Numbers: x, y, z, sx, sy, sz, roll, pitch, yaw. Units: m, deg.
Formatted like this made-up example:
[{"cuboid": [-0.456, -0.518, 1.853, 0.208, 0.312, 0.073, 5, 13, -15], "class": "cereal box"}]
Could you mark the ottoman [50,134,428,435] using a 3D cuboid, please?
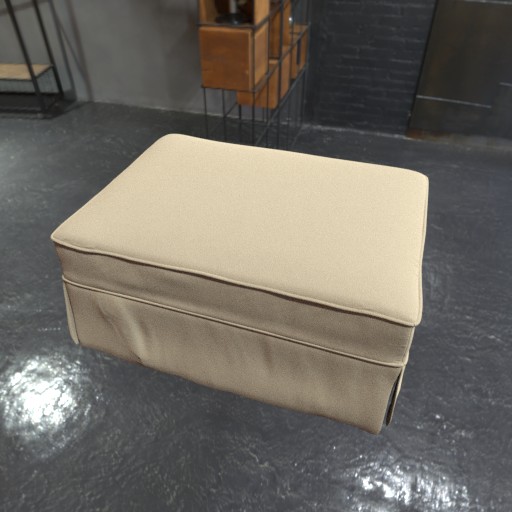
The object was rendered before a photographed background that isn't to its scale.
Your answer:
[{"cuboid": [0.000, 0.000, 1.348, 0.959, 0.482, 0.721, 12, 41, 14], "class": "ottoman"}]
